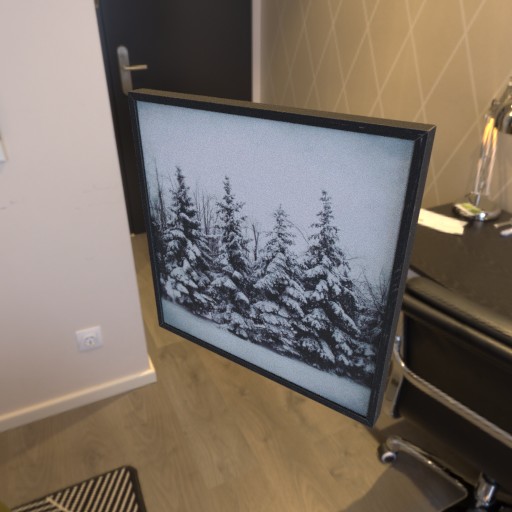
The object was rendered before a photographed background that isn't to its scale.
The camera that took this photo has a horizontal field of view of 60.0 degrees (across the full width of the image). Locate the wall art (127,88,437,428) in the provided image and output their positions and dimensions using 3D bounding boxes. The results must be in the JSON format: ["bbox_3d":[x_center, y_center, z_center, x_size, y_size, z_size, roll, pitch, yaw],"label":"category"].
[{"bbox_3d":[0.000,0.000,0.773,0.506,0.506,0.036,18,34,29],"label":"wall art"}]
